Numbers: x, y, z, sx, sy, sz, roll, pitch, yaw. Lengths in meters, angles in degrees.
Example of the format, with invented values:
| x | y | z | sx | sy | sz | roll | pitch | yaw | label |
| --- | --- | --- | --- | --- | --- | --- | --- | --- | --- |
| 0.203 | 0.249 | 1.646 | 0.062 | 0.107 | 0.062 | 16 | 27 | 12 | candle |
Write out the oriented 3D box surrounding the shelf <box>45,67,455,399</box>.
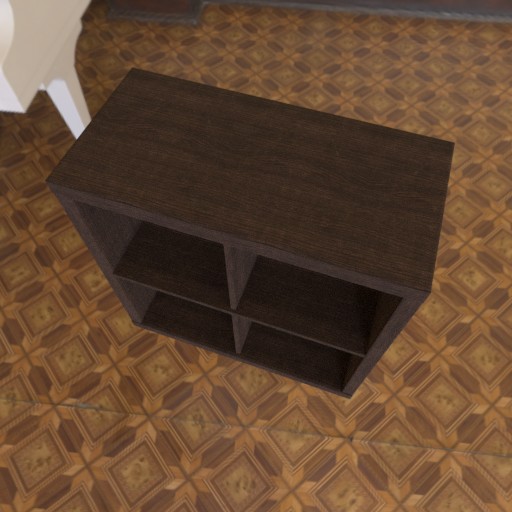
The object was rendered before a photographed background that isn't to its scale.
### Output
| x | y | z | sx | sy | sz | roll | pitch | yaw | label |
| --- | --- | --- | --- | --- | --- | --- | --- | --- | --- |
| 0.000 | 0.000 | 1.283 | 0.790 | 0.786 | 0.390 | 17 | 60 | 10 | shelf |
